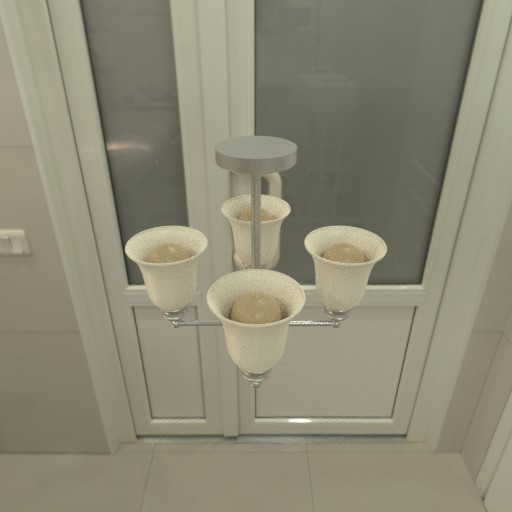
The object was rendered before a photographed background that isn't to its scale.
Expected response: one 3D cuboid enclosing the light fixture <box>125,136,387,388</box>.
[{"bbox_3d":[0.000,0.000,0.741,0.427,0.370,0.427,0,30,0],"label":"light fixture"}]
